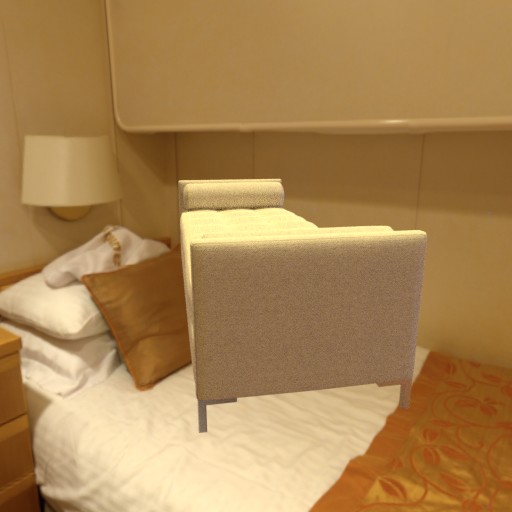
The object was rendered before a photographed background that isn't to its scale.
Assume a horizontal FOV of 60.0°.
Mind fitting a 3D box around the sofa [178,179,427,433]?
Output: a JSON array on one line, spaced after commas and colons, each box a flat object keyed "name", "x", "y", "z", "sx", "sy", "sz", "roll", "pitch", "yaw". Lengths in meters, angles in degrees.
[{"name": "sofa", "x": 0.000, "y": 0.000, "z": 2.441, "sx": 0.797, "sy": 0.655, "sz": 2.102, "roll": -3, "pitch": 15, "yaw": -10}]
